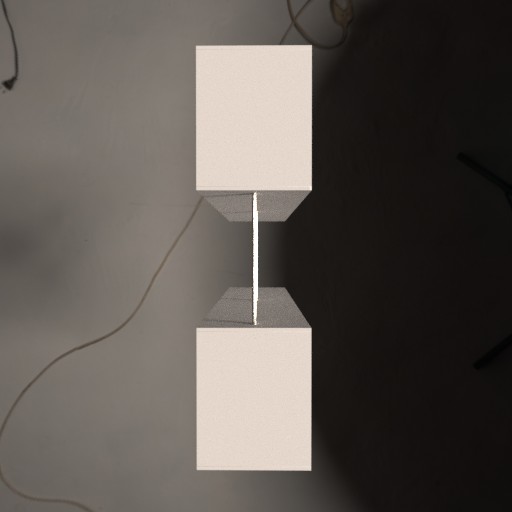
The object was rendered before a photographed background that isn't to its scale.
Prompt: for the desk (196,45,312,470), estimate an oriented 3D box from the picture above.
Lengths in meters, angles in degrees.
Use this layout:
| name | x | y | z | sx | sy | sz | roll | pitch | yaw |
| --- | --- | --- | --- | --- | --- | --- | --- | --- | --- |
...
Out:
| name | x | y | z | sx | sy | sz | roll | pitch | yaw |
| --- | --- | --- | --- | --- | --- | --- | --- | --- | --- |
| desk | 0.000 | 0.000 | 2.847 | 0.480 | 2.000 | 1.770 | 0 | 91 | 1 |
